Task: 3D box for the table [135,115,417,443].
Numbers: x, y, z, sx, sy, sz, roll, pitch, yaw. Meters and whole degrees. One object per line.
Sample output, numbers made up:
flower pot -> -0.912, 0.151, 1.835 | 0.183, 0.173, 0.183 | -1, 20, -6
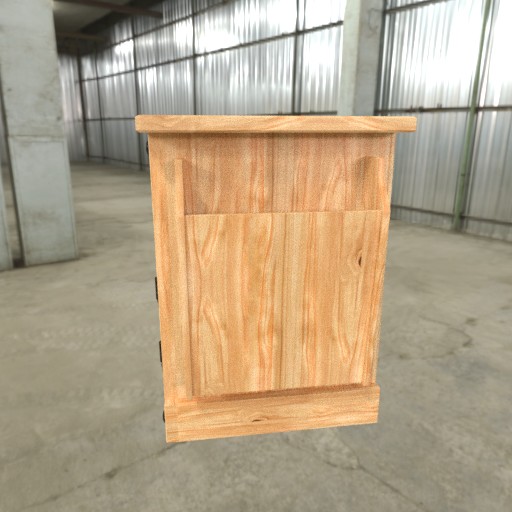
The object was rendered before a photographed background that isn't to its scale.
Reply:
table -> 0.000, 0.000, 0.878 | 0.380, 0.515, 0.530 | -2, 16, -8
